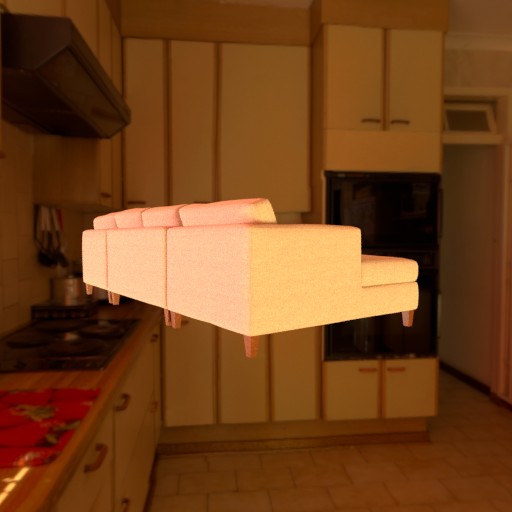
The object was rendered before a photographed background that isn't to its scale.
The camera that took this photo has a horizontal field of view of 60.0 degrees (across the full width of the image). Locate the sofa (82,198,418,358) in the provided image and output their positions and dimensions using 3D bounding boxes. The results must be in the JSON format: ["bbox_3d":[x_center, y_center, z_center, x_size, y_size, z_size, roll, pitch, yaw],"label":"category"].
[{"bbox_3d":[0.000,0.000,4.570,2.594,0.961,3.460,-2,3,-36],"label":"sofa"}]
